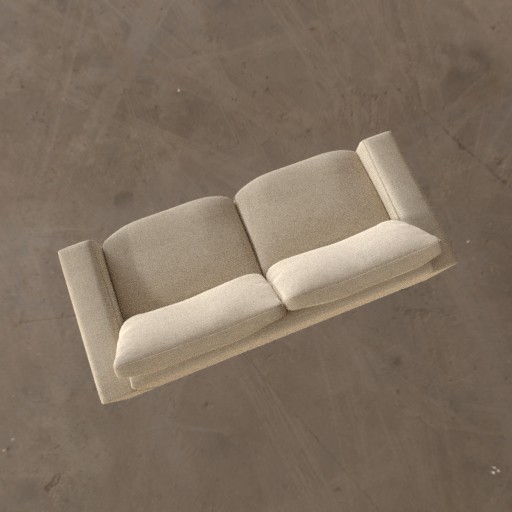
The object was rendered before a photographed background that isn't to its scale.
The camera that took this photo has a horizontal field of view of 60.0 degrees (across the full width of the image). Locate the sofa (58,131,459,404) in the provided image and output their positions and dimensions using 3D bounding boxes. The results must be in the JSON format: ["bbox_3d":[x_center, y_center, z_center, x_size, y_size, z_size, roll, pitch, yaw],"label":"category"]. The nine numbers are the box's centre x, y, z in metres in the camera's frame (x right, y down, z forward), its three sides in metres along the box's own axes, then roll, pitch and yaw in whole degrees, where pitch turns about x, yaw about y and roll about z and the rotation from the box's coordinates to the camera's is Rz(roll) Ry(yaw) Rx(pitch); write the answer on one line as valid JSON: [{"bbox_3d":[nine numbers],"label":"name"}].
[{"bbox_3d":[0.000,0.000,2.844,2.299,0.922,1.040,-21,77,-5],"label":"sofa"}]
